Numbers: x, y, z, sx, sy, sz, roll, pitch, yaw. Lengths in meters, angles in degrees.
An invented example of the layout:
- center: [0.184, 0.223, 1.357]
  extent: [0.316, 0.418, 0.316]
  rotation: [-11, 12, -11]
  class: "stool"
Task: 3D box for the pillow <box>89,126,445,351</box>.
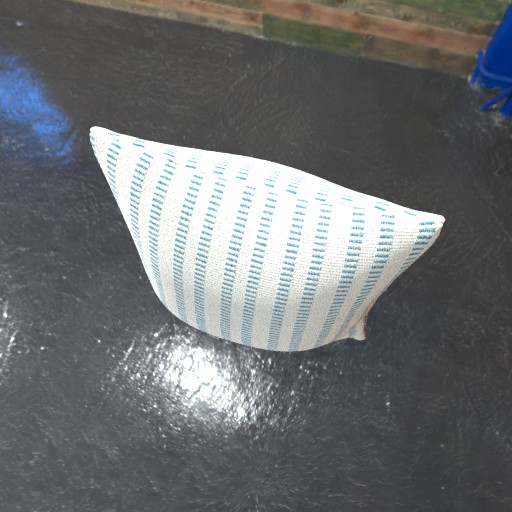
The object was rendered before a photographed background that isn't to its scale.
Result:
- center: [0.000, 0.000, 0.694]
  extent: [0.438, 0.419, 0.247]
  rotation: [16, 64, 8]
  class: "pillow"
